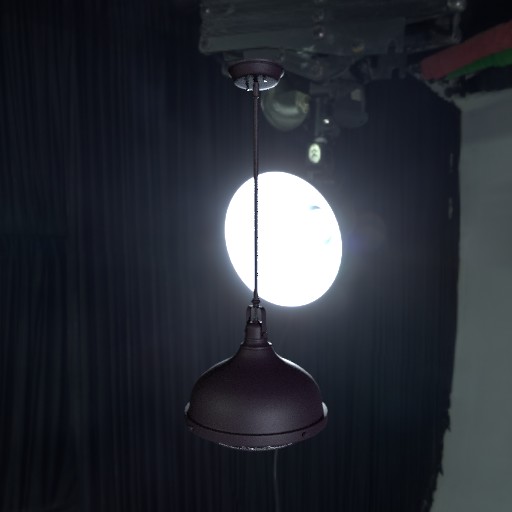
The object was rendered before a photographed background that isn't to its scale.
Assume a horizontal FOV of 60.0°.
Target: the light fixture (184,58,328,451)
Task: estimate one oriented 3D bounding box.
[{"bbox_3d":[0.000,0.000,1.018,0.341,0.849,0.341,0,0,-36],"label":"light fixture"}]
